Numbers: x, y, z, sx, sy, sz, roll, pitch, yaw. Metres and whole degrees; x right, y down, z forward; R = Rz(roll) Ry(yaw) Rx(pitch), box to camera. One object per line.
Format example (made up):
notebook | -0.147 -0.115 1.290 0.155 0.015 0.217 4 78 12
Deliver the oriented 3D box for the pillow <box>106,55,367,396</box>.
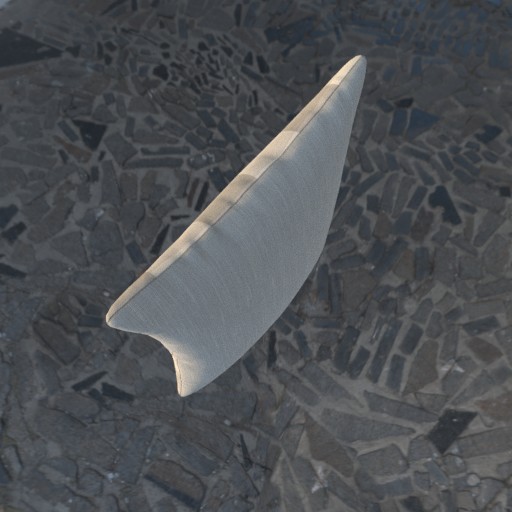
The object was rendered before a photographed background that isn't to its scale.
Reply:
pillow | 0.000 0.000 0.781 0.161 0.509 0.511 35 69 16
